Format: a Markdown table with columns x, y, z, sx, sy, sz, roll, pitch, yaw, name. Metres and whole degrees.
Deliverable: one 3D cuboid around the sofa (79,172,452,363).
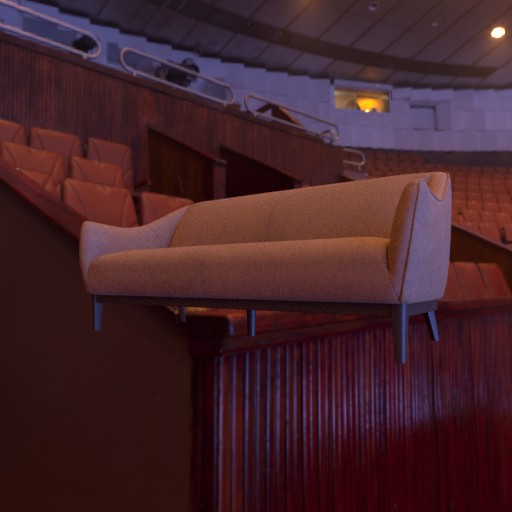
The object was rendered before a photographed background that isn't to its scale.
| x | y | z | sx | sy | sz | roll | pitch | yaw | name |
| --- | --- | --- | --- | --- | --- | --- | --- | --- | --- |
| 0.000 | 0.000 | 2.341 | 1.928 | 0.830 | 0.869 | -2 | -4 | 35 | sofa |
